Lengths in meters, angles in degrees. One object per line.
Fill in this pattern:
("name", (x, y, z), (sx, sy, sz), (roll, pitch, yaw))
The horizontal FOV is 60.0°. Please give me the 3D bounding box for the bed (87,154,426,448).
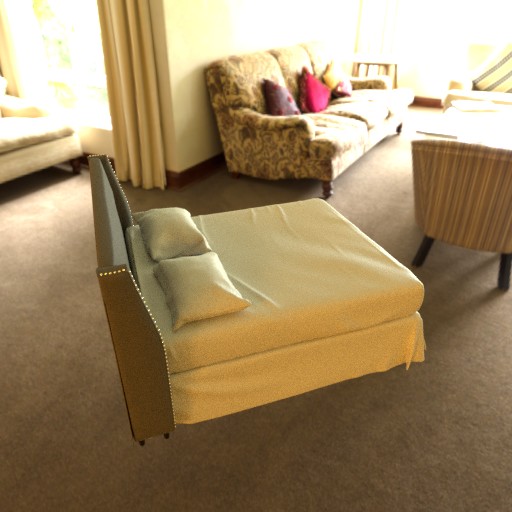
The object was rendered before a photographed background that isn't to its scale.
("bed", (0.000, 0.000, 3.499), (2.276, 1.332, 1.925), (-10, 32, -17))
